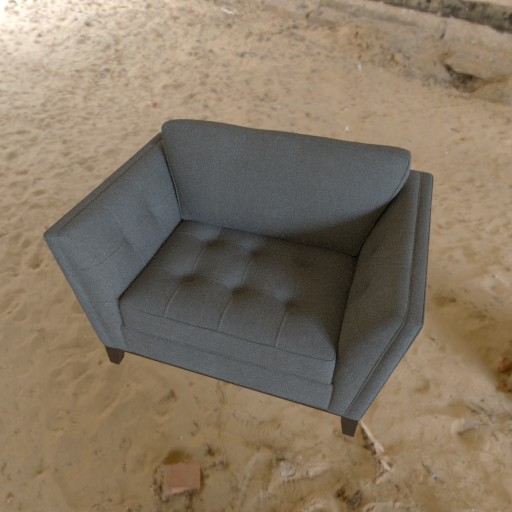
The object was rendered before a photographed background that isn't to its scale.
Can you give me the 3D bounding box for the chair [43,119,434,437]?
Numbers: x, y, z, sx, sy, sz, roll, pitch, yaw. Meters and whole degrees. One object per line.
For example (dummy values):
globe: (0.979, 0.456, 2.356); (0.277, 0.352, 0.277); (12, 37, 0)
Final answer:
chair: (0.000, 0.000, 2.049); (1.396, 0.942, 0.965); (13, 43, 14)
